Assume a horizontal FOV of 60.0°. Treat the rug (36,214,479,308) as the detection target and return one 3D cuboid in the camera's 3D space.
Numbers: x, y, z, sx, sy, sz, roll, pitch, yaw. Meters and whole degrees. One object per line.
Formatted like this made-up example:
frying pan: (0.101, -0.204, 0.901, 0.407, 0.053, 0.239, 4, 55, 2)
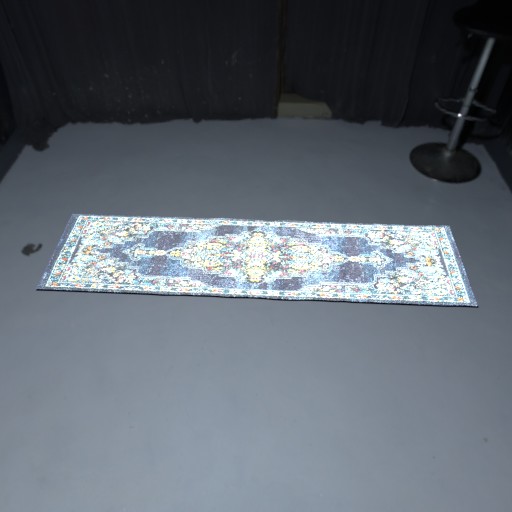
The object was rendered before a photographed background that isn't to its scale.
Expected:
rug: (0.000, 0.000, 2.475, 2.283, 0.016, 0.602, 2, 47, 2)
